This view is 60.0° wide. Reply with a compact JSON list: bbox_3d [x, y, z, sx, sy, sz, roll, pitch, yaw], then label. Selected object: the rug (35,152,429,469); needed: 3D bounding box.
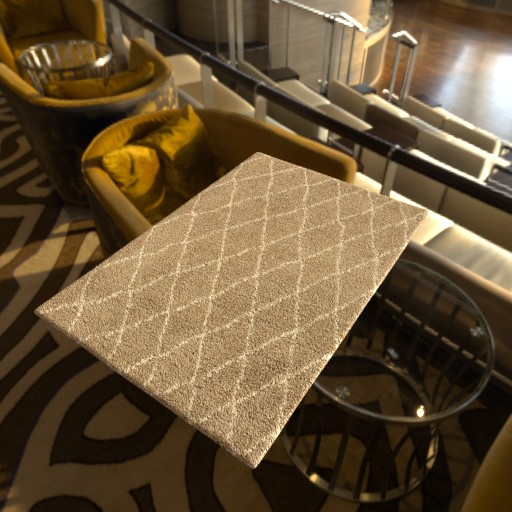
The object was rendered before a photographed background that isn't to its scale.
[{"bbox_3d":[0.000,0.000,2.290,1.219,0.030,1.778,25,48,25],"label":"rug"}]
